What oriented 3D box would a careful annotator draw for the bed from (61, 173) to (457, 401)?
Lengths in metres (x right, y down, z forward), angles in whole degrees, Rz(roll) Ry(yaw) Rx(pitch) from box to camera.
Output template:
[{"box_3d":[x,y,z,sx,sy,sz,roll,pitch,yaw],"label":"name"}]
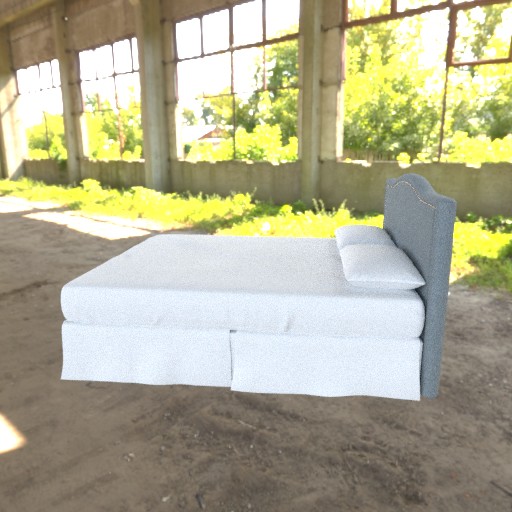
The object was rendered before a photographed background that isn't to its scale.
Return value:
[{"box_3d":[0.000,0.000,3.938,2.689,1.457,2.161,2,13,7],"label":"bed"}]
